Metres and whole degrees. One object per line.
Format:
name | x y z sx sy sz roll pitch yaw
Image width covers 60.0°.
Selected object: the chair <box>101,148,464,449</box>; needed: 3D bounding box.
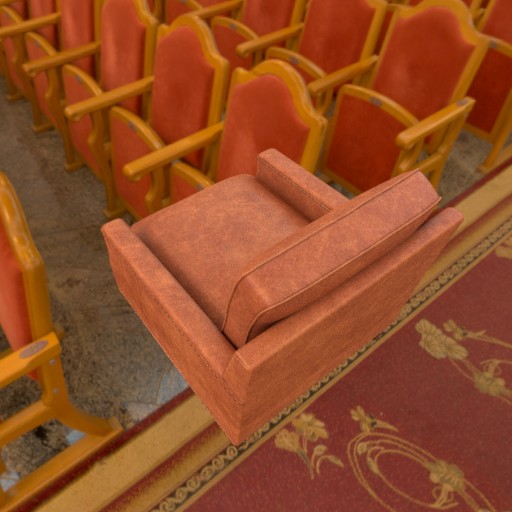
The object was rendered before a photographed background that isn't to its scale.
chair | 0.000 0.000 1.690 0.853 0.943 1.014 -30 54 -25
